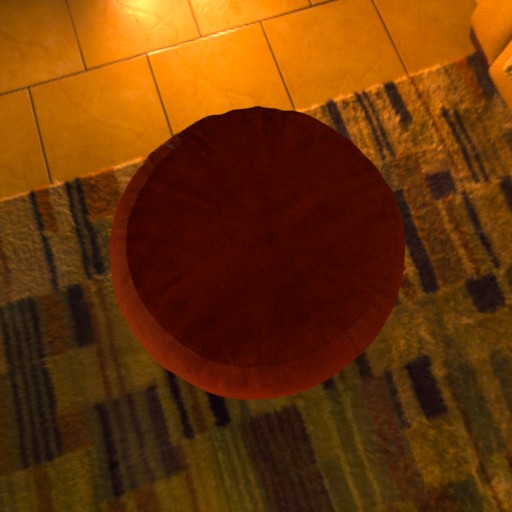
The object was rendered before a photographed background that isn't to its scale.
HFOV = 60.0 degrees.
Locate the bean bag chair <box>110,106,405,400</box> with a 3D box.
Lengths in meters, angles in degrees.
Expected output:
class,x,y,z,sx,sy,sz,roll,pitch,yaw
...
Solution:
class,x,y,z,sx,sy,sz,roll,pitch,yaw
bean bag chair,0.000,0.000,2.002,1.219,0.762,1.219,0,76,0
